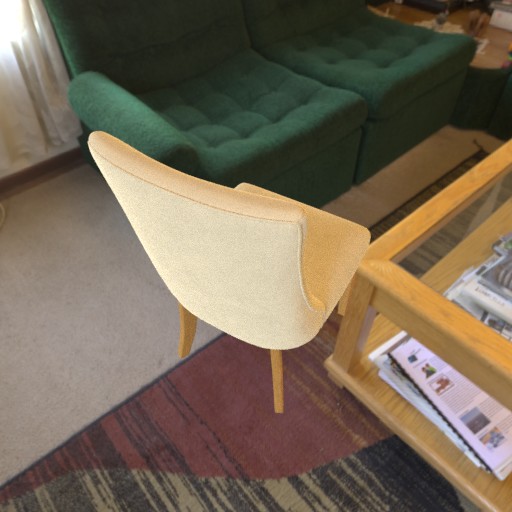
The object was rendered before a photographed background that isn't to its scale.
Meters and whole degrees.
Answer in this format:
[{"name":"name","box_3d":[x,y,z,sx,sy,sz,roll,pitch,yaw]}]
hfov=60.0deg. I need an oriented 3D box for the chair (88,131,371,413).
[{"name":"chair","box_3d":[0.000,0.000,1.250,0.495,0.902,0.610,24,51,21]}]
